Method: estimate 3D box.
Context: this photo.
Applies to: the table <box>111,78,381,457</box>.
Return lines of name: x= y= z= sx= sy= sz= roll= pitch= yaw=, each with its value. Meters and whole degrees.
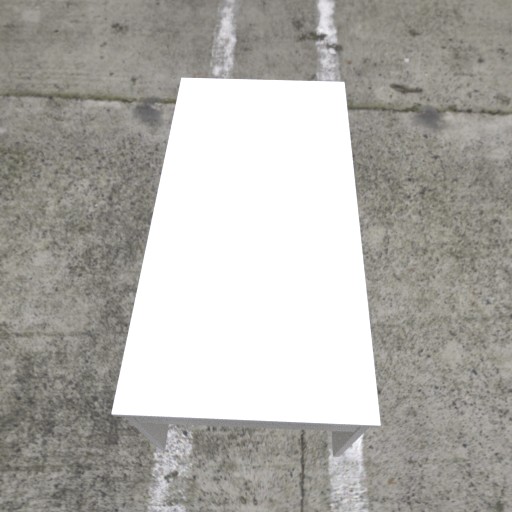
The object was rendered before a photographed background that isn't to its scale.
table: x=0.000 y=0.000 z=1.273 sx=0.500 sy=0.440 sz=1.000 roll=2 pitch=58 yaw=1
